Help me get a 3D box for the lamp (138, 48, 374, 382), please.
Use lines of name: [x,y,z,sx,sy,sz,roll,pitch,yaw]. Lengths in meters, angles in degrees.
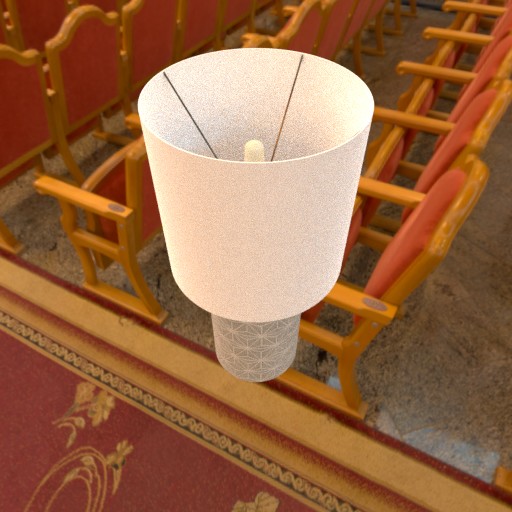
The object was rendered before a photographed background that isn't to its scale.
lamp: [0.000,0.000,0.544,0.206,0.416,0.206,22,51,20]
